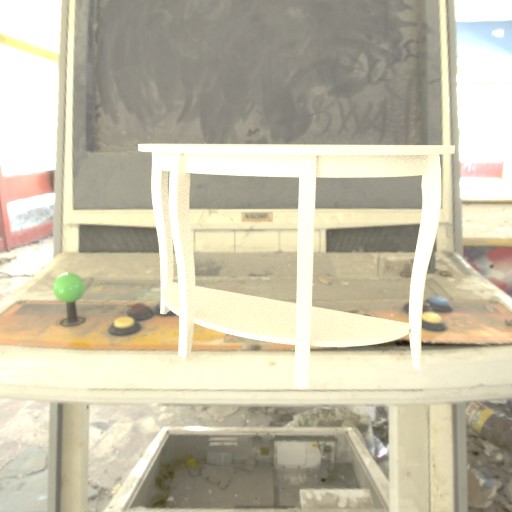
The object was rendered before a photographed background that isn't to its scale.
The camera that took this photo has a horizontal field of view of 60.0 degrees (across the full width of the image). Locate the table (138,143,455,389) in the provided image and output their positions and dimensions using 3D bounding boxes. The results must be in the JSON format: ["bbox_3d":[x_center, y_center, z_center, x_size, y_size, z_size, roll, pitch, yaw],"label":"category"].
[{"bbox_3d":[0.000,0.000,1.607,1.219,0.780,0.394,7,17,26],"label":"table"}]
